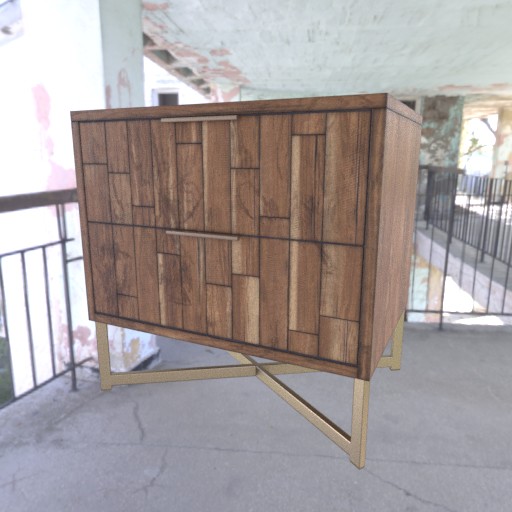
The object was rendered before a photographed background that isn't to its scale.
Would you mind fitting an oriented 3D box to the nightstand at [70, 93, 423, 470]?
[{"bbox_3d":[0.000,0.000,0.993,0.610,0.610,0.446,6,14,25],"label":"nightstand"}]
